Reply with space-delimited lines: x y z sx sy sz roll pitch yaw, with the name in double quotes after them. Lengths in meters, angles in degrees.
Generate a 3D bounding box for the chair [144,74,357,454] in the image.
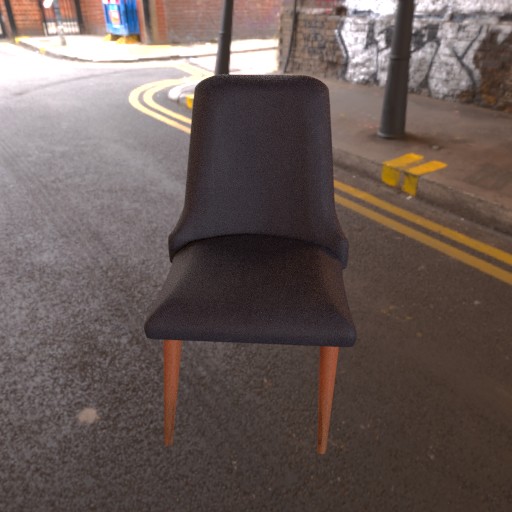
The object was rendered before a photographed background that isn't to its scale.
0.000 0.000 1.170 0.504 0.820 0.567 2 30 3 "chair"
